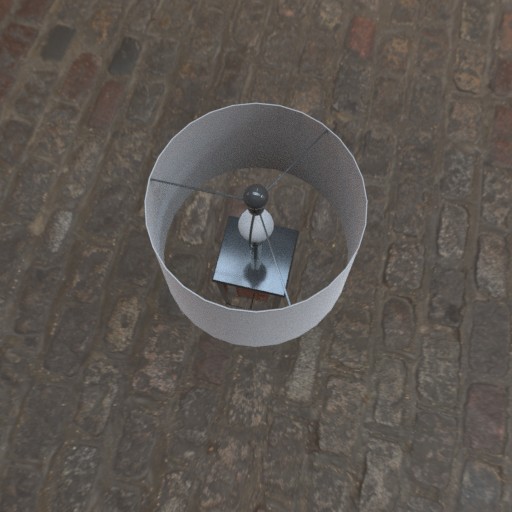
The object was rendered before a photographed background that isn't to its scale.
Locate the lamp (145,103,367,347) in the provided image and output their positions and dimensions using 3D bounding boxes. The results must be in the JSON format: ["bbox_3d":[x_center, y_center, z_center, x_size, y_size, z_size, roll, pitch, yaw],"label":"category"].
[{"bbox_3d":[0.000,0.000,0.790,0.320,0.591,0.320,0,76,0],"label":"lamp"}]
